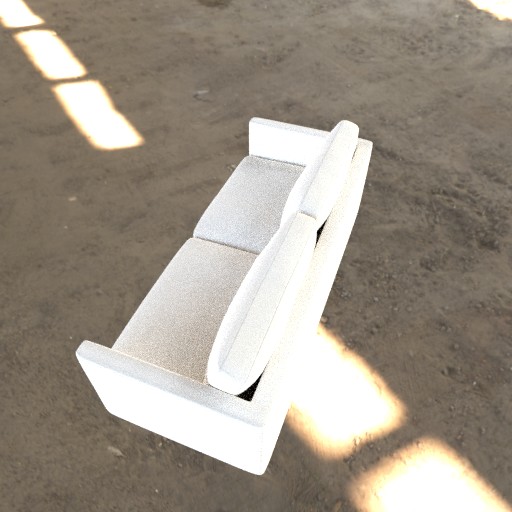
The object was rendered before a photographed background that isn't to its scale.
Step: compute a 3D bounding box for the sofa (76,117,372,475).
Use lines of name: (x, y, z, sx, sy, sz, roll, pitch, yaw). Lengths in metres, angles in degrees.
sofa: (0.000, 0.000, 2.674, 0.924, 0.933, 2.139, 16, 50, 14)
